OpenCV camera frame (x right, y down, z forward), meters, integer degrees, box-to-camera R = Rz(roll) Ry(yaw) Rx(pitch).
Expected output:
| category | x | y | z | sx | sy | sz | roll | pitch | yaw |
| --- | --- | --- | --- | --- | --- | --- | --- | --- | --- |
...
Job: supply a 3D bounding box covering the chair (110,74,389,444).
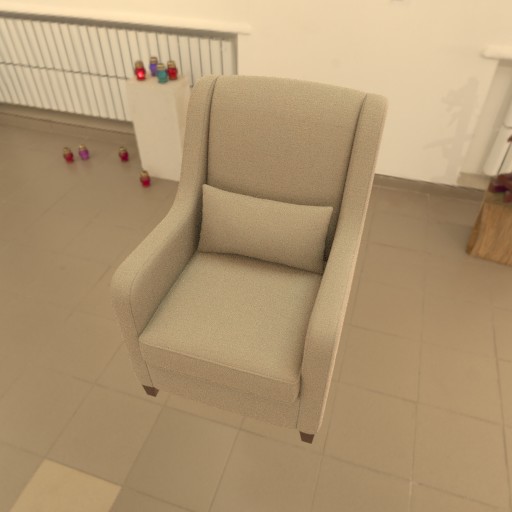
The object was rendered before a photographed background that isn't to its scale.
| category | x | y | z | sx | sy | sz | roll | pitch | yaw |
| --- | --- | --- | --- | --- | --- | --- | --- | --- | --- |
| chair | 0.000 | 0.000 | 1.644 | 0.715 | 1.017 | 0.896 | 12 | 43 | 13 |
